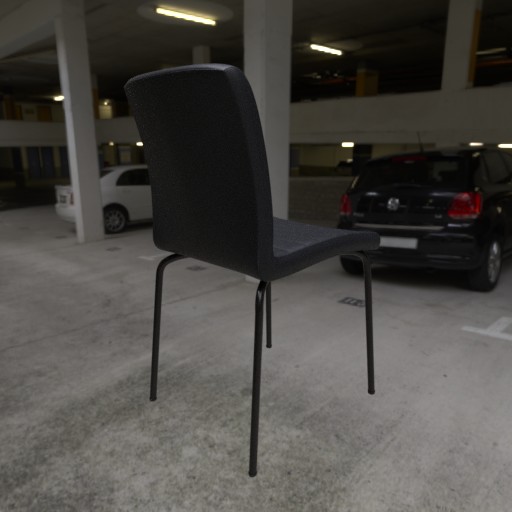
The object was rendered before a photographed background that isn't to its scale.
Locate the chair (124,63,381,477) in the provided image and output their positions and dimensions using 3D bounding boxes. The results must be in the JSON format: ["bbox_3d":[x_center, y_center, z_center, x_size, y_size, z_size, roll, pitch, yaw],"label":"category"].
[{"bbox_3d":[0.000,0.000,1.185,0.572,0.872,0.450,-14,20,-43],"label":"chair"}]
